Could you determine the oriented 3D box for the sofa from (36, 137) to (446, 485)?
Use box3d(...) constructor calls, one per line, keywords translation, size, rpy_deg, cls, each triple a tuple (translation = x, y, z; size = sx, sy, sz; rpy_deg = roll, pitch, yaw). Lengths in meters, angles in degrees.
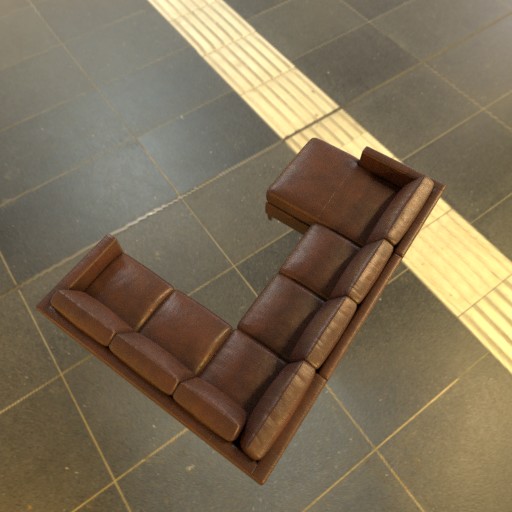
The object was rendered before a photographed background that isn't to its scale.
box3d(translation=(0.000, 0.000, 4.469), size=(2.452, 0.891, 3.324), rpy_deg=(32, 67, 16), cls="sofa")
